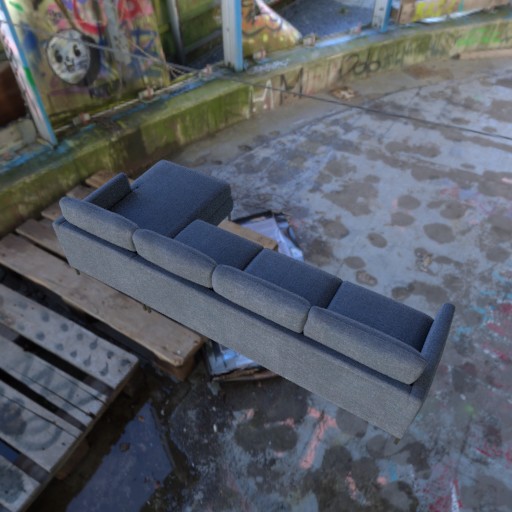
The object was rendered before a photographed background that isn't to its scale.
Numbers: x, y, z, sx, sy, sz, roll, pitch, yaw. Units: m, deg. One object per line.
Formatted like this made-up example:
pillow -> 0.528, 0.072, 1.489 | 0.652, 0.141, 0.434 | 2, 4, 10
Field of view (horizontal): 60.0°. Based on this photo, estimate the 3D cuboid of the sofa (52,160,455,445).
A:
sofa -> 0.000, 0.000, 3.436 | 2.932, 0.810, 1.350 | 23, 50, 21
